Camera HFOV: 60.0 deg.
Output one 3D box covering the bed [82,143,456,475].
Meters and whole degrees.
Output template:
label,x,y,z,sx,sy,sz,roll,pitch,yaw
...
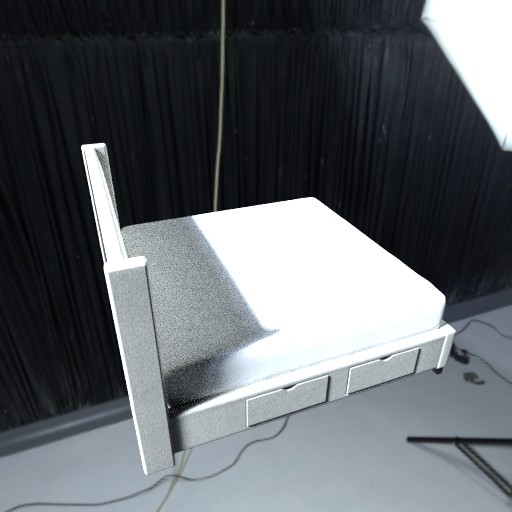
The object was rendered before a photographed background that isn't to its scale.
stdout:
label,x,y,z,sx,sy,sz,roll,pitch,yaw
bed,0.000,0.000,3.539,2.280,1.470,2.140,-11,31,-19
